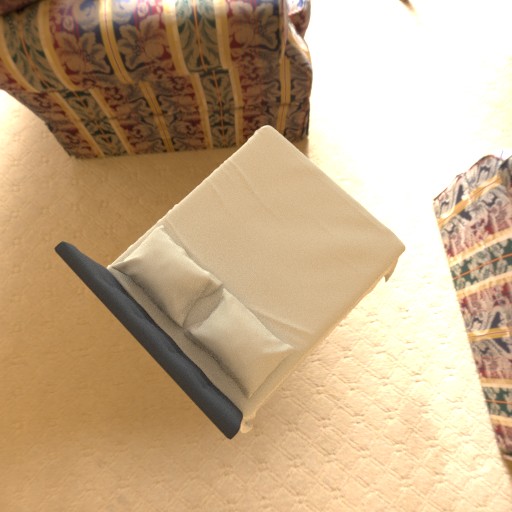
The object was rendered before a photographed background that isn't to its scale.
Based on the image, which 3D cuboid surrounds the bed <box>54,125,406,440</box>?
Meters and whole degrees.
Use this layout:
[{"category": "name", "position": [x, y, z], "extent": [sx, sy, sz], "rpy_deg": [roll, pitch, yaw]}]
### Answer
[{"category": "bed", "position": [0.000, 0.000, 3.612], "extent": [1.936, 1.577, 2.222], "rpy_deg": [44, 79, 10]}]
